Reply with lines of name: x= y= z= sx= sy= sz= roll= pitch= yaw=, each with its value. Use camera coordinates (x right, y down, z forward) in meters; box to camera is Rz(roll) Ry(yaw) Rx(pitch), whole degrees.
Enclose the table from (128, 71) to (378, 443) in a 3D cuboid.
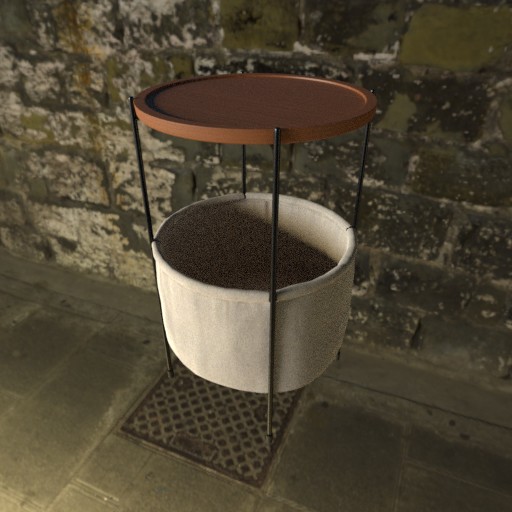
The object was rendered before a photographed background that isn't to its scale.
table: x=0.000 y=0.000 z=0.883 sx=0.393 sy=0.623 sz=0.393 roll=22 pitch=38 yaw=31
